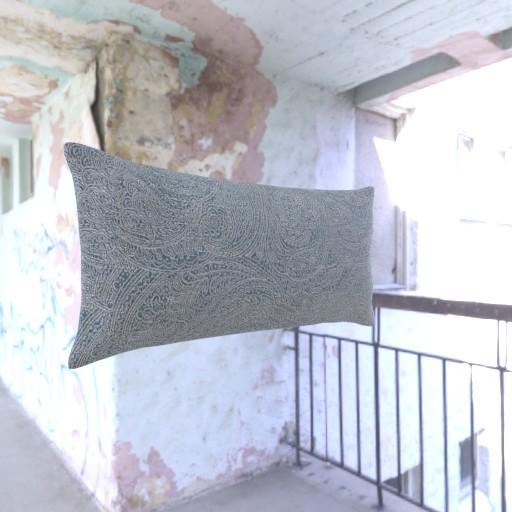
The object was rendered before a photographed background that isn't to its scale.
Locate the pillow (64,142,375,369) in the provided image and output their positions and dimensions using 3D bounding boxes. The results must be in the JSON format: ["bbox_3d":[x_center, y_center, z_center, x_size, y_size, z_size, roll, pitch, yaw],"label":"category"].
[{"bbox_3d":[0.000,0.000,0.753,0.615,0.295,0.151,0,0,-37],"label":"pillow"}]
